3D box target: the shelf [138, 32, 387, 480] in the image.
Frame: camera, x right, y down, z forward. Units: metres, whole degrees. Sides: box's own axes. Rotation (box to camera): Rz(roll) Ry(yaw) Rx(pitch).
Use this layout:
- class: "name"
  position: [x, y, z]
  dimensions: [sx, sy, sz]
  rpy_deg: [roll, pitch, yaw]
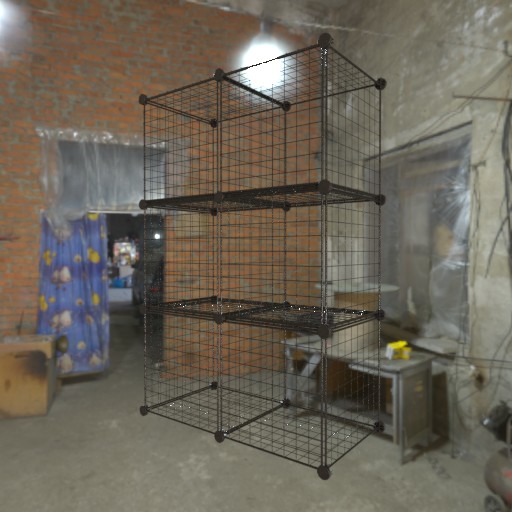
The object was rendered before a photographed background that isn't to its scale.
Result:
- class: "shelf"
  position: [0.000, 0.000, 1.405]
  dimensions: [0.711, 1.067, 0.356]
  rpy_deg: [1, 1, 37]
